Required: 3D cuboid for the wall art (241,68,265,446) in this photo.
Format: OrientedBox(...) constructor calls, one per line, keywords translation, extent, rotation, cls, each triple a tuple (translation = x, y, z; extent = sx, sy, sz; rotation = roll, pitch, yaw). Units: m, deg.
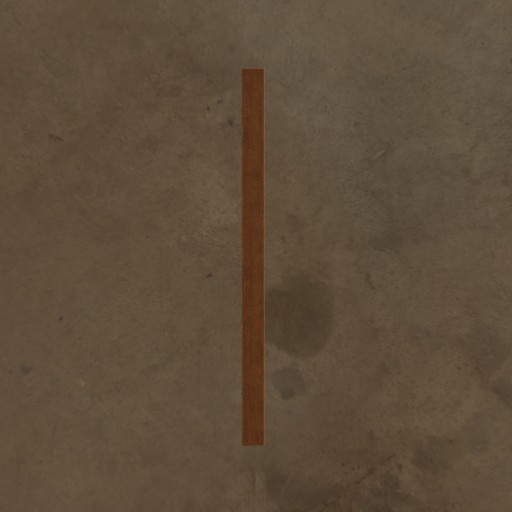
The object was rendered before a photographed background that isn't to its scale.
OrientedBox(translation=(0.000, 0.000, 1.171), extent=(0.037, 0.914, 0.610), rotation=(0, 90, 1), cls="wall art")
